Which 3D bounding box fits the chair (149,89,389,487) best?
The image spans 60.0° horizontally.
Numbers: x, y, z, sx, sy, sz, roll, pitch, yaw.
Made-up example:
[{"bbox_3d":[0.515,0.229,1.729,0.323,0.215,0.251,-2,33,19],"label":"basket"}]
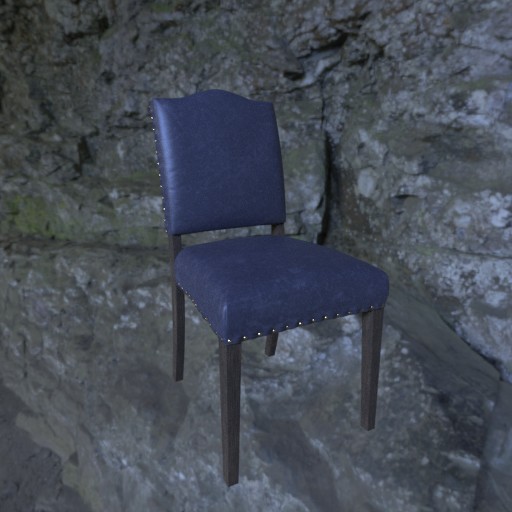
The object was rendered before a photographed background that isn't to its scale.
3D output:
[{"bbox_3d":[0.000,0.000,1.346,0.500,0.991,0.633,-8,18,-27],"label":"chair"}]
